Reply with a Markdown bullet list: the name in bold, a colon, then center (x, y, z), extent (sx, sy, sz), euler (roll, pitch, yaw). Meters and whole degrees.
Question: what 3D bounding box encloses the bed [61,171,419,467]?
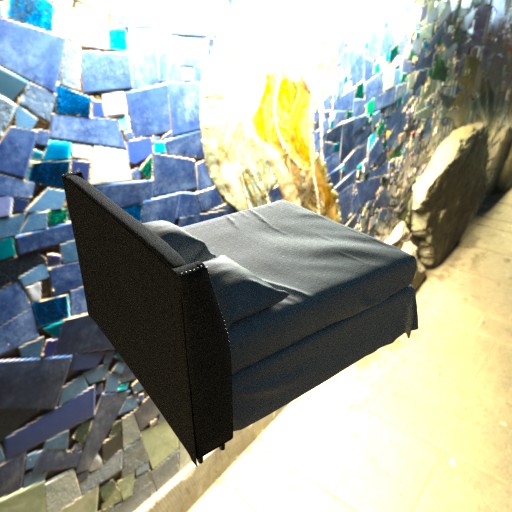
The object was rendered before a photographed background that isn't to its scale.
- **bed**: center (0.000, 0.000, 3.533), extent (2.276, 1.332, 1.925), euler (-19, 33, -32)
